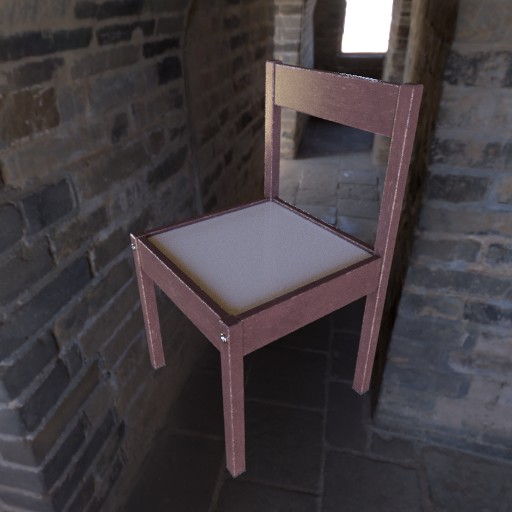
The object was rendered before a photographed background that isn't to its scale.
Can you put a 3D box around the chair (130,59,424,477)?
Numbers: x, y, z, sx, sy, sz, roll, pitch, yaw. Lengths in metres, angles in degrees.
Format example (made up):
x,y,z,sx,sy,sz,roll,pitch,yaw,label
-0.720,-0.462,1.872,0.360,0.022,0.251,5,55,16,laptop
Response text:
x,y,z,sx,sy,sz,roll,pitch,yaw,label
0.000,0.000,0.675,0.285,0.505,0.285,-20,36,-30,chair
